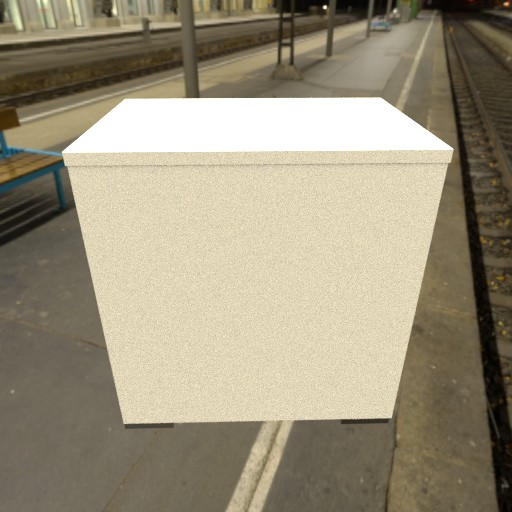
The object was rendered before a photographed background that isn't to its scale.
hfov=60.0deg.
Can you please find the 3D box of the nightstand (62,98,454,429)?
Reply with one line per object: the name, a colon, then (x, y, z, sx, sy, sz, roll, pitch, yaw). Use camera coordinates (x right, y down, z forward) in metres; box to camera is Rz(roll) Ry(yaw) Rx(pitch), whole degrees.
nightstand: (0.000, 0.000, 0.755, 0.441, 0.460, 0.325, -1, 30, -1)
